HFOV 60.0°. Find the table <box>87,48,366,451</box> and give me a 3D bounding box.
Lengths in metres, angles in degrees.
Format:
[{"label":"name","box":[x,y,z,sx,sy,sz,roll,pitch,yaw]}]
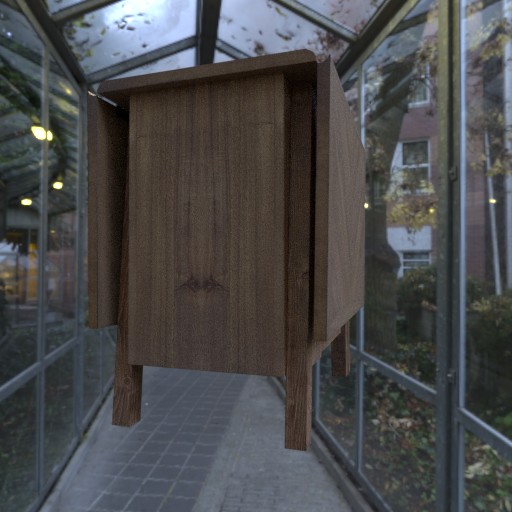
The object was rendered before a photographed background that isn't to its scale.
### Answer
[{"label":"table","box":[0.000,0.000,1.614,0.701,0.981,0.967,0,-1,19]}]
